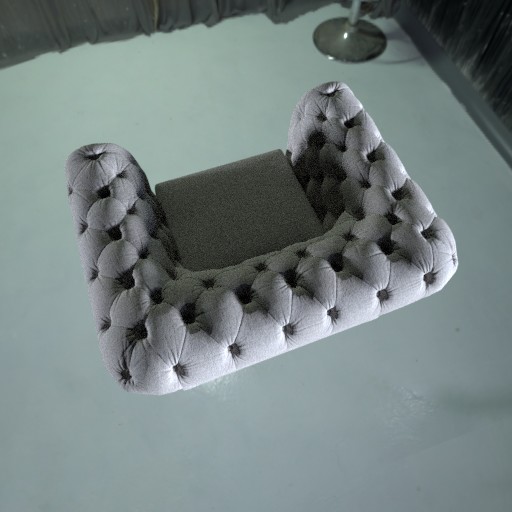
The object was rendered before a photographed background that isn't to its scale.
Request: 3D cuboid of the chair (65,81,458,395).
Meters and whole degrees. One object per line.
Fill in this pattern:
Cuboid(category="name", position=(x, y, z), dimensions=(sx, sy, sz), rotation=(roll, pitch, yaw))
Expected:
Cuboid(category="chair", position=(0.000, 0.000, 1.859), dimensions=(1.270, 0.770, 0.976), rotation=(-18, 61, -10))
